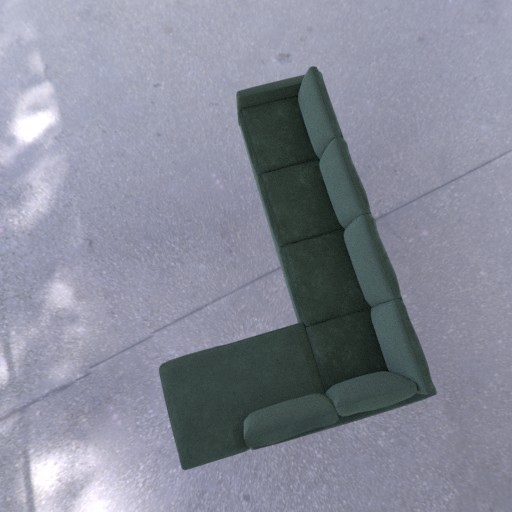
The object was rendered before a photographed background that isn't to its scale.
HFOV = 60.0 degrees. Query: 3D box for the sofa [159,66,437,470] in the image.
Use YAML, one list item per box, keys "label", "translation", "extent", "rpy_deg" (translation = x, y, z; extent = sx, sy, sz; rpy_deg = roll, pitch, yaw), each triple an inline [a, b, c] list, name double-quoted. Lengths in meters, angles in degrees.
- label: "sofa"
  translation: [0.000, 0.000, 3.170]
  extent: [1.707, 0.687, 2.486]
  rpy_deg: [-15, 77, -4]
